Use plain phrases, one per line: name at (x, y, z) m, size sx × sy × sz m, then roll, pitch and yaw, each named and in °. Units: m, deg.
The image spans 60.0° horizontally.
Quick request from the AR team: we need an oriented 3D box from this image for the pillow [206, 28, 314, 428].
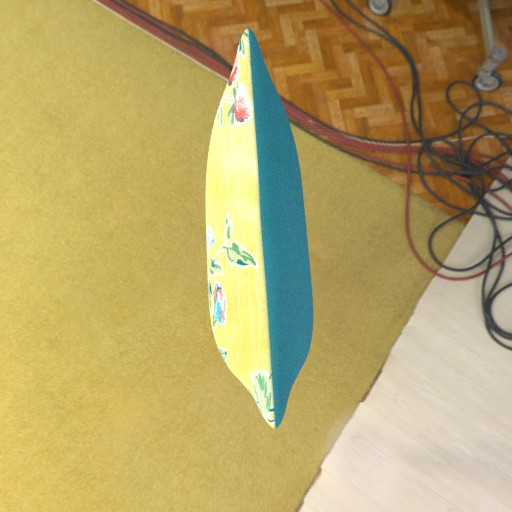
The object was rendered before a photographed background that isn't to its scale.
pillow at (0.000, 0.000, 0.788) m, size 0.166 × 0.508 × 0.525 m, roll -3°, pitch 75°, yaw -1°
